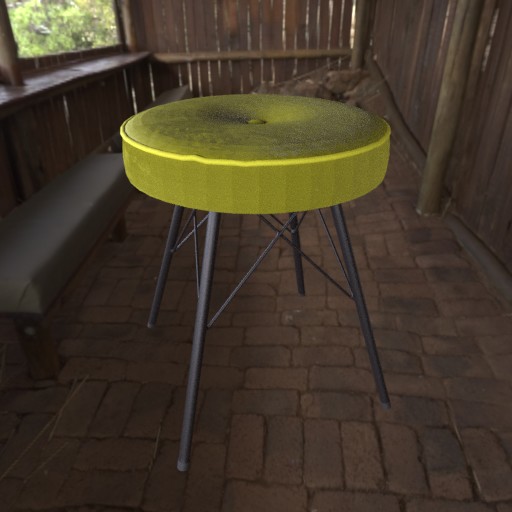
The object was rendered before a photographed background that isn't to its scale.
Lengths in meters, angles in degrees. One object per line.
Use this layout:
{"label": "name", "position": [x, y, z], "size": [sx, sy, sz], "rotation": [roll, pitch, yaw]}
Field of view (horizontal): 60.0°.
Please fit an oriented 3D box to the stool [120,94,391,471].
{"label": "stool", "position": [0.000, 0.000, 0.805], "size": [0.409, 0.508, 0.409], "rotation": [-10, 31, -16]}
